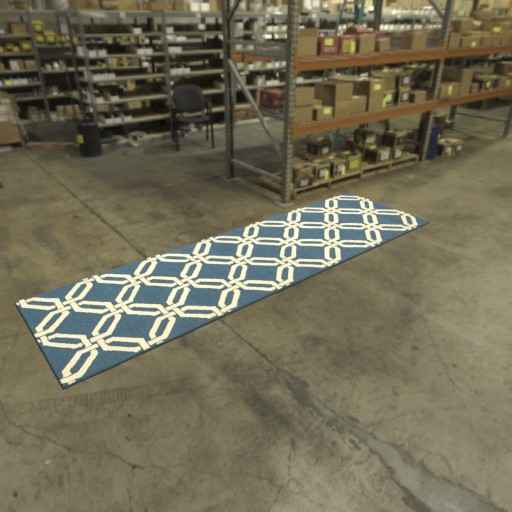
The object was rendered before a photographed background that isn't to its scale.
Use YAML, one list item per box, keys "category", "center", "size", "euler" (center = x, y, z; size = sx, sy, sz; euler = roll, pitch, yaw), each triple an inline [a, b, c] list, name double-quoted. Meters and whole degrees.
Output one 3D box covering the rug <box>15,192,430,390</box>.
- category: "rug"
  center: [0.000, 0.000, 2.409]
  size: [2.276, 0.014, 0.678]
  euler: [-21, 35, -33]
